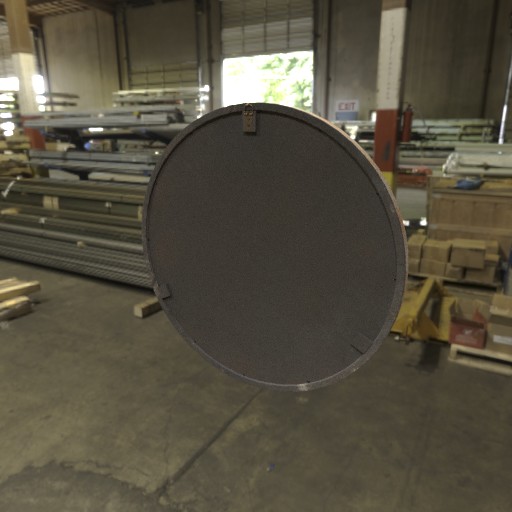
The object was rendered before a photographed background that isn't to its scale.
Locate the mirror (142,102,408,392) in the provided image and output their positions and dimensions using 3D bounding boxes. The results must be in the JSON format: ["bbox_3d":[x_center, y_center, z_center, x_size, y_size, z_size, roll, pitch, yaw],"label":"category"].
[{"bbox_3d":[0.000,0.000,1.085,0.710,0.710,0.038,9,19,28],"label":"mirror"}]
